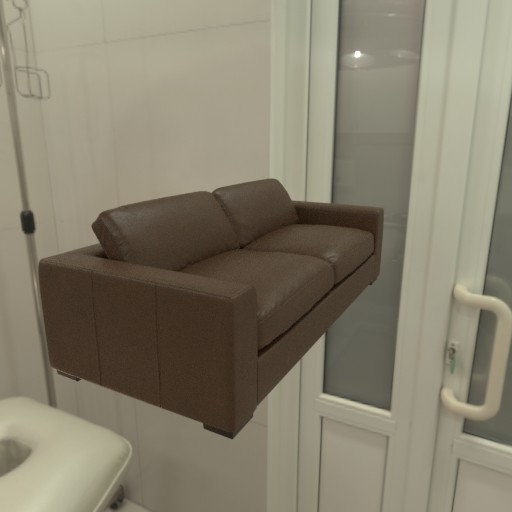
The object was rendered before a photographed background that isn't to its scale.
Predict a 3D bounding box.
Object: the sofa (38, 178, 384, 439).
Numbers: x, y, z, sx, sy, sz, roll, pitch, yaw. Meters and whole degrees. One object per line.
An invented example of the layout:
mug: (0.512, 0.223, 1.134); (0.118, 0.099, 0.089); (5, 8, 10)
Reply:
sofa: (0.000, 0.000, 2.751); (1.070, 0.801, 2.262); (8, 17, 28)
